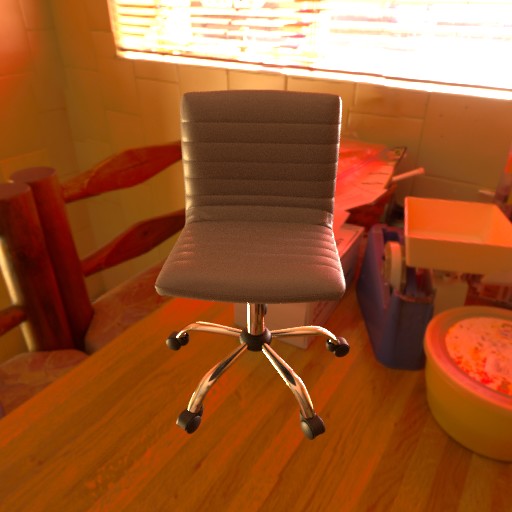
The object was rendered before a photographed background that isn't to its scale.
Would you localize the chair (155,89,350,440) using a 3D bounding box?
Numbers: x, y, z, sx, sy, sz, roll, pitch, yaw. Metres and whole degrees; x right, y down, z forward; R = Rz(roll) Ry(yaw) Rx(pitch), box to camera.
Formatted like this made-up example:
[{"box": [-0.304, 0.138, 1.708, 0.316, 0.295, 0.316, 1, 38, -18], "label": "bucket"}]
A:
[{"box": [0.000, 0.000, 1.143, 0.569, 0.750, 0.542, 2, 31, 3], "label": "chair"}]
